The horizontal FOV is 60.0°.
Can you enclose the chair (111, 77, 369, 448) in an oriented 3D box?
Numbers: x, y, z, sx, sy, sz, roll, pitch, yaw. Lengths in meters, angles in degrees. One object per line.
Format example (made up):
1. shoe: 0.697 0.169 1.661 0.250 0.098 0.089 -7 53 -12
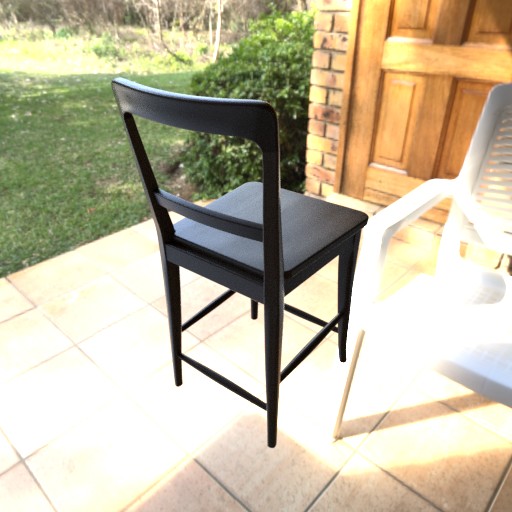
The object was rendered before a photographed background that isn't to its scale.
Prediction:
1. chair: 0.000 0.000 1.275 0.450 0.991 0.546 21 37 31
